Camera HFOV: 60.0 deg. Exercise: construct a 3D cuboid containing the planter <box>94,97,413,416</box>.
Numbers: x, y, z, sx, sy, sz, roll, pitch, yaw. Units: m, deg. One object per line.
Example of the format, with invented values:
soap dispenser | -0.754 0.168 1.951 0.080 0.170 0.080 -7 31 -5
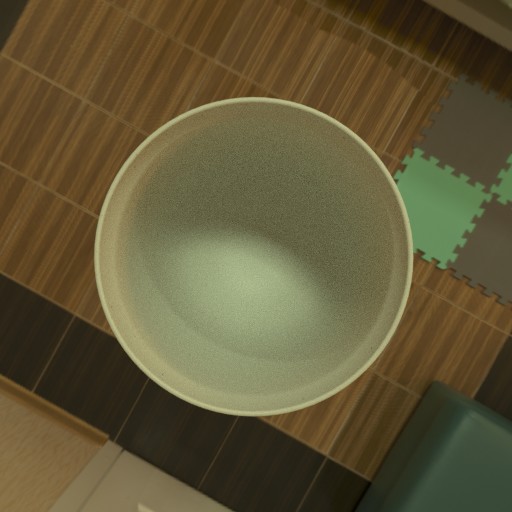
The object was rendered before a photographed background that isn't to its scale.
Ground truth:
planter | 0.000 0.000 0.388 0.204 0.214 0.204 0 90 1
